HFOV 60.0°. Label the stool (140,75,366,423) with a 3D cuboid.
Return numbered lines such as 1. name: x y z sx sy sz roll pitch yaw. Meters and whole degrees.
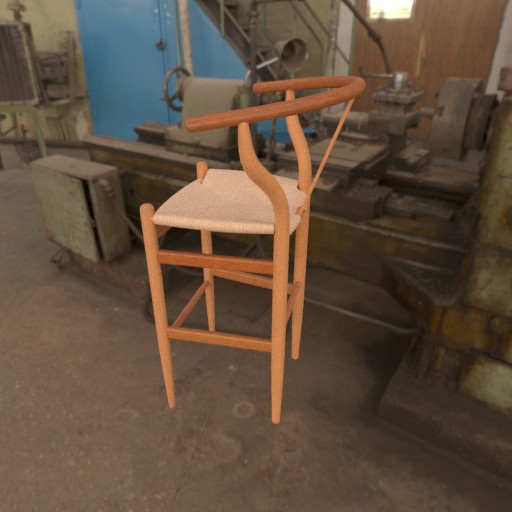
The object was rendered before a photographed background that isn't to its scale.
1. stool: 0.000 0.000 1.409 0.561 1.068 0.574 8 30 14
